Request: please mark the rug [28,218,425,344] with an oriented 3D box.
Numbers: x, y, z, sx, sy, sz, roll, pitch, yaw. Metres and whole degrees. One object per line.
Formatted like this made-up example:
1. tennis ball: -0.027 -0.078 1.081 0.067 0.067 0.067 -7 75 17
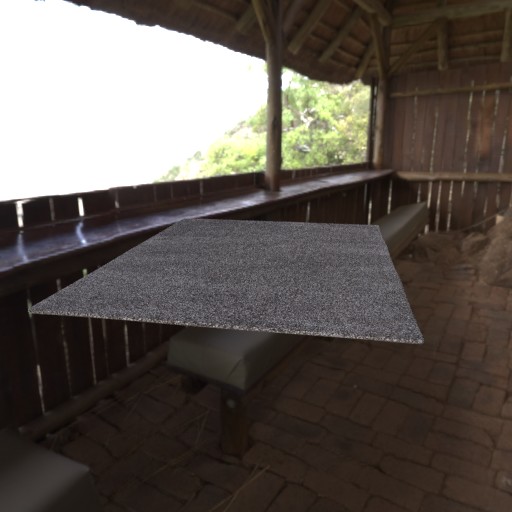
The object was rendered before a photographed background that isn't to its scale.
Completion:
1. rug: 0.000 0.000 4.017 2.401 0.025 3.000 3 16 10
